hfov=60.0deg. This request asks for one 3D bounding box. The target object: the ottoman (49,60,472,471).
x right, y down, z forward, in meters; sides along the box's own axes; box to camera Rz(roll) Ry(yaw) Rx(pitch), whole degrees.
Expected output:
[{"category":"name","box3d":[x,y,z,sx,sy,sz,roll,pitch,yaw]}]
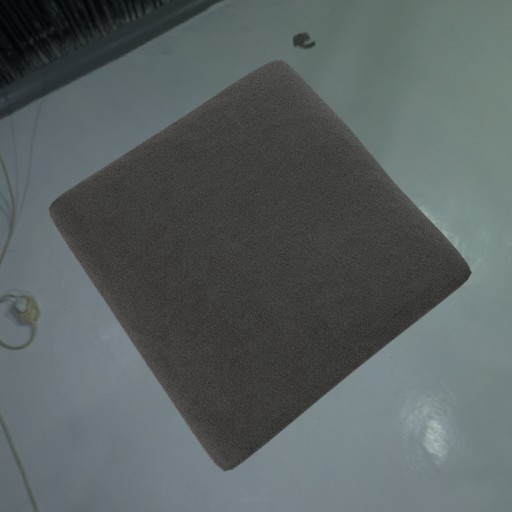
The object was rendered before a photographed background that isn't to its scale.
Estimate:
[{"category":"ottoman","box3d":[0.000,0.000,1.399,0.861,0.482,0.881,-36,78,-9]}]
